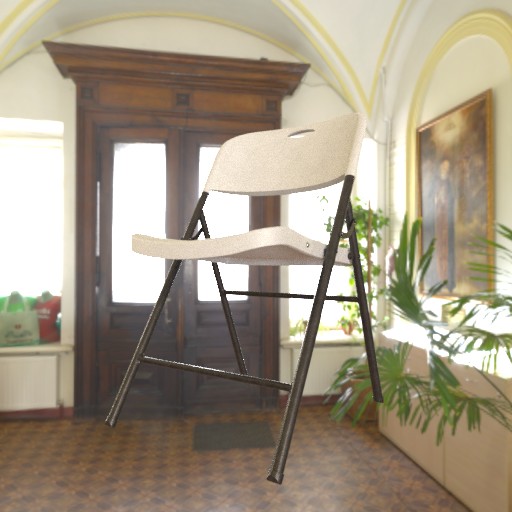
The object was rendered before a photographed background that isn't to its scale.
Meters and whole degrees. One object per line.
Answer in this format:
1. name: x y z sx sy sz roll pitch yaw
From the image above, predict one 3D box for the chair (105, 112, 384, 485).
1. chair: 0.000 0.000 1.147 0.494 0.810 0.566 0 0 35
